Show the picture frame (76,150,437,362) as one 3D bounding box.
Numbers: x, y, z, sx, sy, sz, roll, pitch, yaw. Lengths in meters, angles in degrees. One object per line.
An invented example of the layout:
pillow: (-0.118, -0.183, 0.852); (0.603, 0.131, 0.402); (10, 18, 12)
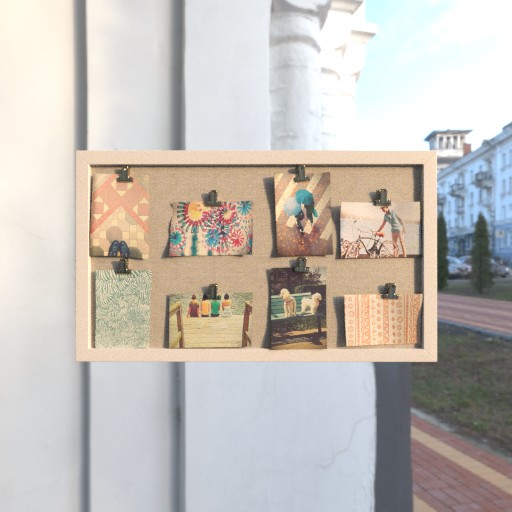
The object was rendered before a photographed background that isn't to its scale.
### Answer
picture frame: (0.000, 0.000, 0.799); (0.647, 0.379, 0.044); (0, 0, 0)
